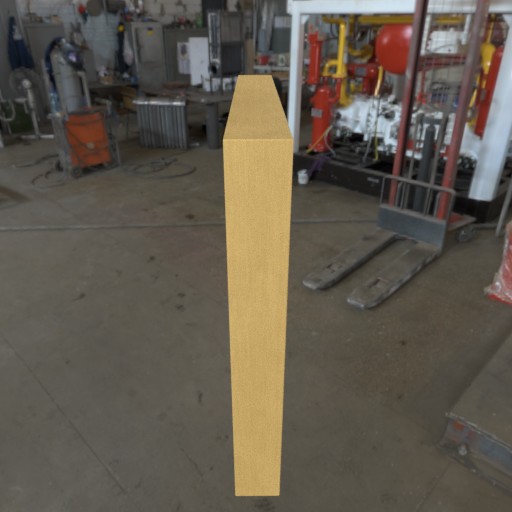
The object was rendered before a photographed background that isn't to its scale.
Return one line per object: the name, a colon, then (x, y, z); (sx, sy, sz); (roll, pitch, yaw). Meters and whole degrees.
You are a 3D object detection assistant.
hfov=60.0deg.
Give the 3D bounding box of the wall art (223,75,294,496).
wall art: (0.000, 0.000, 0.443); (0.038, 0.305, 0.305); (0, 28, 0)
